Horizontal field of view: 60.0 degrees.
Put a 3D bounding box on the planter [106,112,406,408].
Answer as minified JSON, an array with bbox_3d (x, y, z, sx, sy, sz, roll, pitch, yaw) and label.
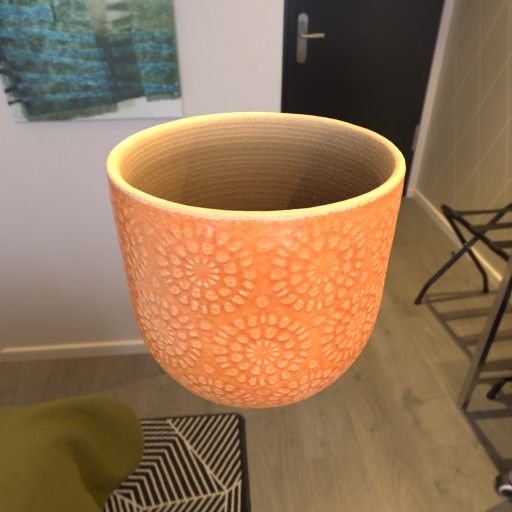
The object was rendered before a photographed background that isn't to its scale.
[{"bbox_3d":[0.000,0.000,0.292,0.170,0.152,0.170,0,32,0],"label":"planter"}]
